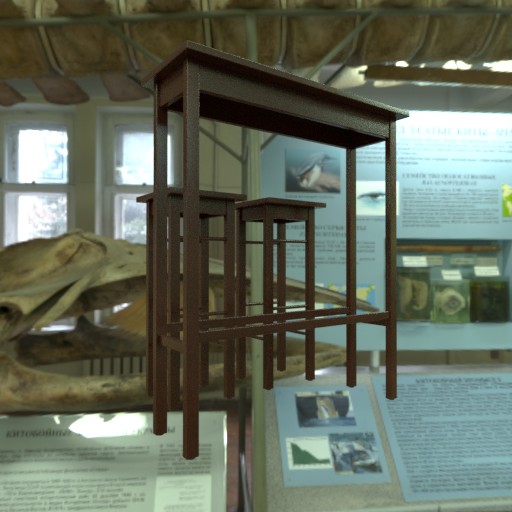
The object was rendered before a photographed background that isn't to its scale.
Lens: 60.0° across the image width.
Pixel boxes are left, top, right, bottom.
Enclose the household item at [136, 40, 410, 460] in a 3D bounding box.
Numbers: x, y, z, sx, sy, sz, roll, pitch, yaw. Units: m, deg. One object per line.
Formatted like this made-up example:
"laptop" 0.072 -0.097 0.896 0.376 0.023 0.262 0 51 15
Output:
"household item" 0.000 0.000 1.640 0.914 1.067 0.676 0 -1 -36
